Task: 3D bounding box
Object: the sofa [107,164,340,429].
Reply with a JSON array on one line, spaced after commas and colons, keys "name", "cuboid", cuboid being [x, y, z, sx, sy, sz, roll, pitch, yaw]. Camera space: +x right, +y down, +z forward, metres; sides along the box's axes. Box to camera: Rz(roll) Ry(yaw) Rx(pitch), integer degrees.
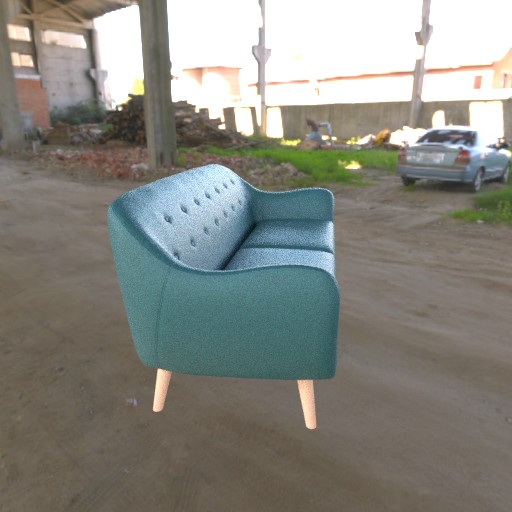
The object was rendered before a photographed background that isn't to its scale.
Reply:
[{"name": "sofa", "cuboid": [0.000, 0.000, 2.282, 0.820, 0.836, 1.840, 3, 17, 9]}]
